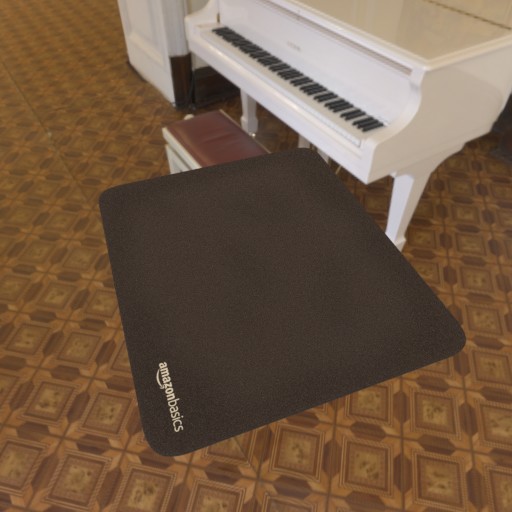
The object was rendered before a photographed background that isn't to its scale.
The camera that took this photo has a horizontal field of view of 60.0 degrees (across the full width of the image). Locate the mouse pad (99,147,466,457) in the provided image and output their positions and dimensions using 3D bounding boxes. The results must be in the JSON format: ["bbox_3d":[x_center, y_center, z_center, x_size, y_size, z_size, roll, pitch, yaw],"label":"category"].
[{"bbox_3d":[0.000,0.000,0.339,0.211,0.002,0.249,-15,48,-14],"label":"mouse pad"}]
